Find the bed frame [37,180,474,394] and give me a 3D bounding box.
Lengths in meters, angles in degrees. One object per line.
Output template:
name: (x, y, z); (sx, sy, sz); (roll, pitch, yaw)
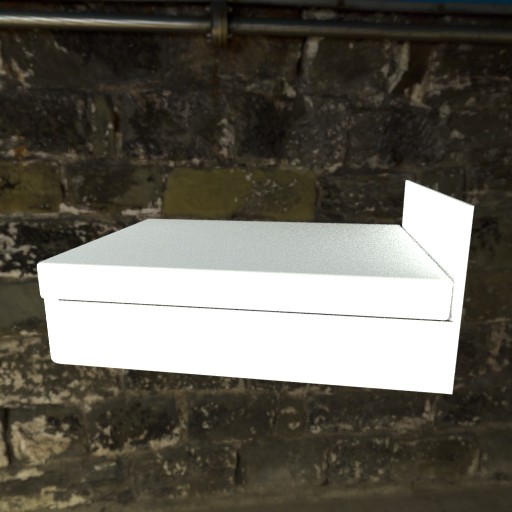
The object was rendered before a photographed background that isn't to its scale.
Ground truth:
bed frame: (0.000, 0.000, 2.599); (1.900, 0.800, 1.400); (2, 14, 8)
